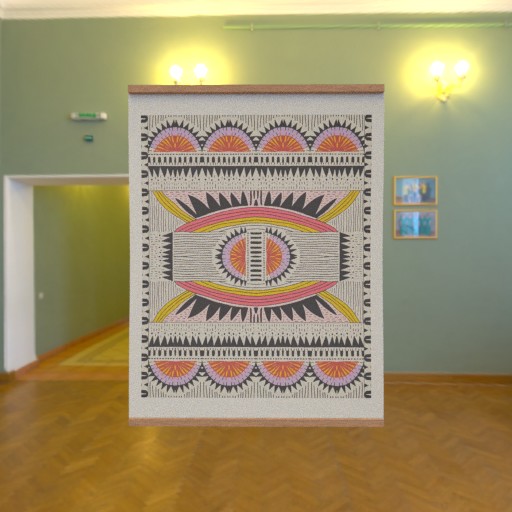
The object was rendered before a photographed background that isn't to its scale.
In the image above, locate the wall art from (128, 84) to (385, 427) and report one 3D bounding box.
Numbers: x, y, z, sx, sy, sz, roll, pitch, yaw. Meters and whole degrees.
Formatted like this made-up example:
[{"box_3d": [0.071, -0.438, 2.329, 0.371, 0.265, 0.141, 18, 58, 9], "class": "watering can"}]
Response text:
[{"box_3d": [0.000, 0.000, 1.330, 0.765, 1.016, 0.028, 0, 0, 0], "class": "wall art"}]
